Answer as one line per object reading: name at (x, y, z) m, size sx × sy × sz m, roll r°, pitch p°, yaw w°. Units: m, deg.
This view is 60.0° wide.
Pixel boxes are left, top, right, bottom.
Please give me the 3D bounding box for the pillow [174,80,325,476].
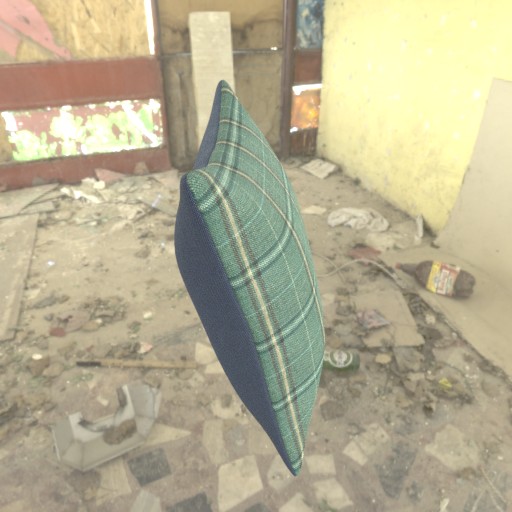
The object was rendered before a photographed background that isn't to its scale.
pillow at (0.000, 0.000, 0.672) m, size 0.200 × 0.430 × 0.453 m, roll 0°, pitch 31°, yaw 0°
